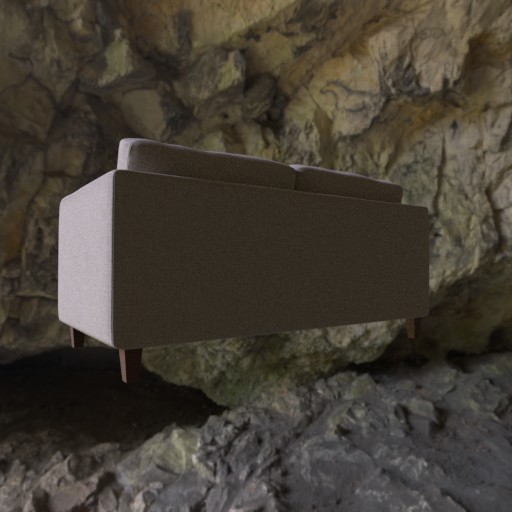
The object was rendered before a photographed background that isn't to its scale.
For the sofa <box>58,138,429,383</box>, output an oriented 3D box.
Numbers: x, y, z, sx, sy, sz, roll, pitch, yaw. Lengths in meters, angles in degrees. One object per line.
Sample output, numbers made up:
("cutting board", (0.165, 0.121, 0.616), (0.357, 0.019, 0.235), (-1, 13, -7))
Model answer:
("sofa", (0.000, 0.000, 2.452), (1.884, 0.947, 0.951), (1, -1, -35))
